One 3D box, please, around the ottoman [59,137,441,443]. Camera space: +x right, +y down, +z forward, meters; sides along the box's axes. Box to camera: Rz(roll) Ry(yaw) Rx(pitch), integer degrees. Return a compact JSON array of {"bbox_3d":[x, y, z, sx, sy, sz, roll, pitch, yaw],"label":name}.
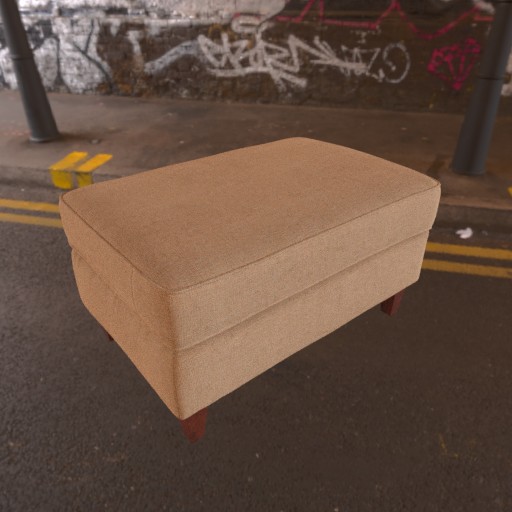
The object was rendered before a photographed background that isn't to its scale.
[{"bbox_3d":[0.000,0.000,1.247,0.862,0.484,0.583,-23,38,-33],"label":"ottoman"}]
